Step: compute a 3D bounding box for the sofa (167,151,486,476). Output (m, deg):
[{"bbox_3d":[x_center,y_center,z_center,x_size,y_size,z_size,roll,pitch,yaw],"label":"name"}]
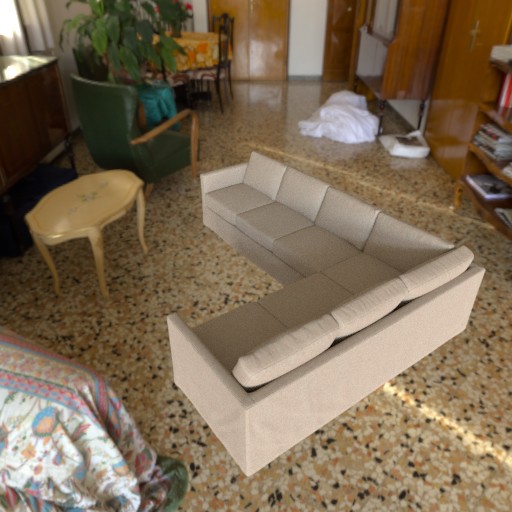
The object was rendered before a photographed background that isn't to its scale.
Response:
[{"bbox_3d":[0.000,0.000,4.278,2.432,0.871,3.182,-21,38,-29],"label":"sofa"}]
